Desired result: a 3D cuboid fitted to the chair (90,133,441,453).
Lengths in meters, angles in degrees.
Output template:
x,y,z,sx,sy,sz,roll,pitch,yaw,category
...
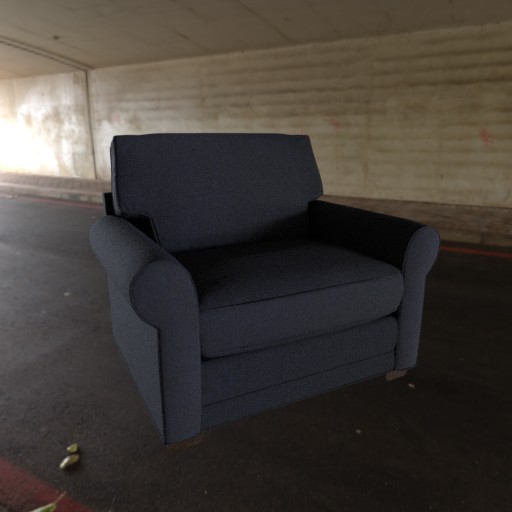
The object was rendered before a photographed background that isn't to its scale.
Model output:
x,y,z,sx,sy,sz,roll,pitch,yaw,category
0.000,0.000,1.947,1.285,1.044,0.963,-8,17,-27,chair
